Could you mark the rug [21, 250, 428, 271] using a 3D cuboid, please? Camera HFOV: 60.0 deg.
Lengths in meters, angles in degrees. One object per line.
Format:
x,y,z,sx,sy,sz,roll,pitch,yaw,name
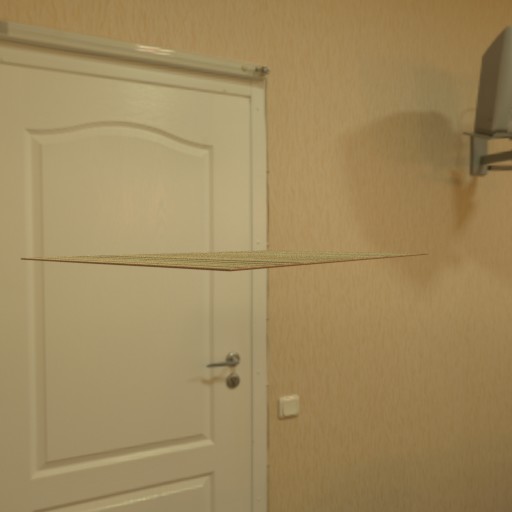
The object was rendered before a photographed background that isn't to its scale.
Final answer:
0.000,0.000,2.305,1.219,0.008,1.829,2,3,37,rug
